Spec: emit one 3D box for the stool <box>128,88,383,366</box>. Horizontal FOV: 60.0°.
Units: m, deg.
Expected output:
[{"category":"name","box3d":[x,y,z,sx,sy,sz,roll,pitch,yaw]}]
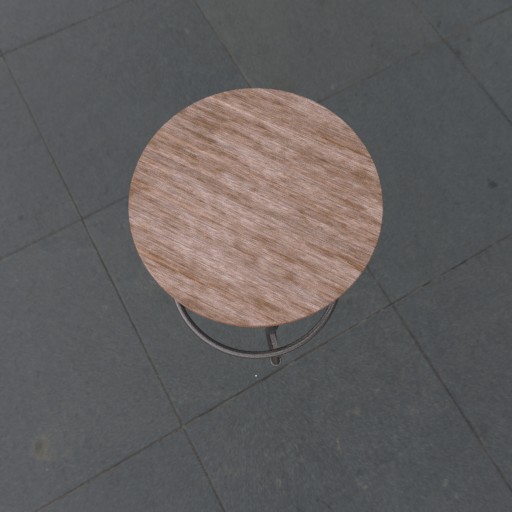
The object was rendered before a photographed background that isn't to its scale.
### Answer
[{"category":"stool","box3d":[0.000,0.000,0.902,0.439,0.609,0.439,-14,75,-4]}]
